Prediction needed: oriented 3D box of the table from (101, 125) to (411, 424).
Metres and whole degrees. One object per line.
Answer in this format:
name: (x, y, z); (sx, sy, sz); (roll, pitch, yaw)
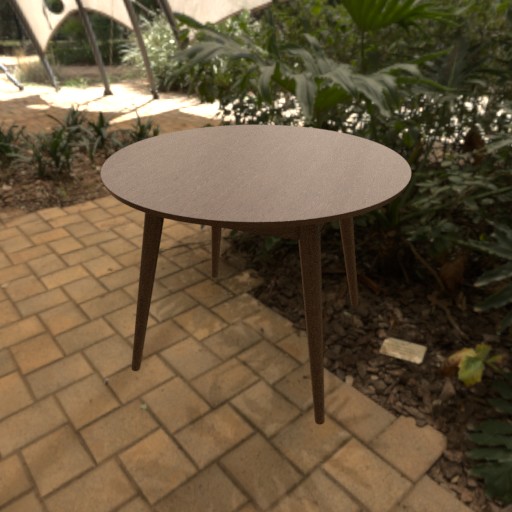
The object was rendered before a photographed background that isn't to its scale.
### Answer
table: (0.000, 0.000, 1.761); (1.053, 0.786, 1.053); (0, 29, 0)
